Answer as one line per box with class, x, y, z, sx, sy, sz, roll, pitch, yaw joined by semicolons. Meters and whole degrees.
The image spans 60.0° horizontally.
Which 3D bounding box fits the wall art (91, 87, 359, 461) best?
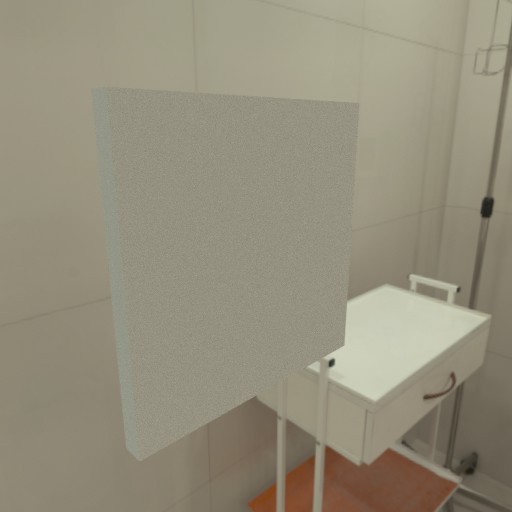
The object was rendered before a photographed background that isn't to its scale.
wall art;0.000;0.000;0.526;0.355;0.355;0.027;-15;22;-42
